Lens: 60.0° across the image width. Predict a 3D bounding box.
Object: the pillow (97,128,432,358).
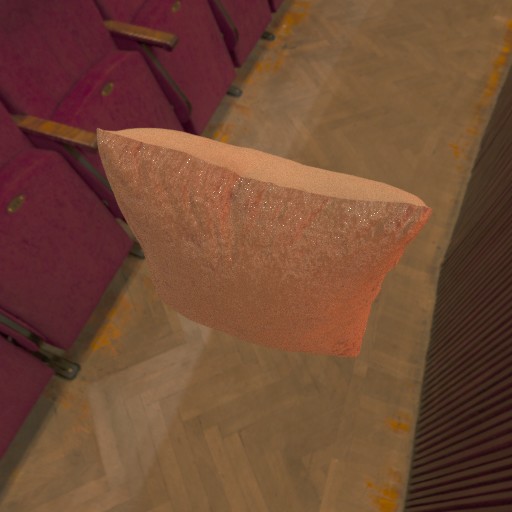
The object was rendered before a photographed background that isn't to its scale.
[{"bbox_3d":[0.000,0.000,0.742,0.450,0.448,0.245,18,59,11],"label":"pillow"}]
